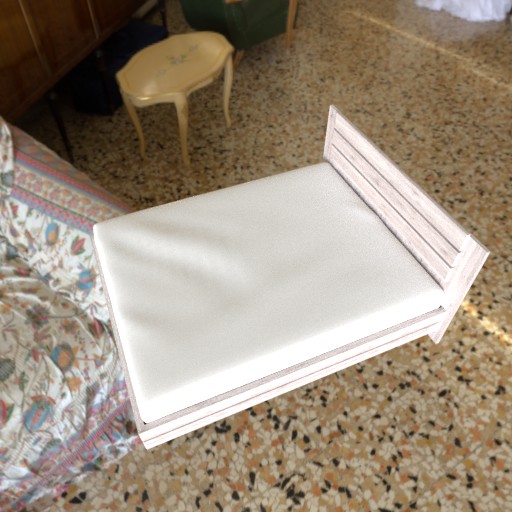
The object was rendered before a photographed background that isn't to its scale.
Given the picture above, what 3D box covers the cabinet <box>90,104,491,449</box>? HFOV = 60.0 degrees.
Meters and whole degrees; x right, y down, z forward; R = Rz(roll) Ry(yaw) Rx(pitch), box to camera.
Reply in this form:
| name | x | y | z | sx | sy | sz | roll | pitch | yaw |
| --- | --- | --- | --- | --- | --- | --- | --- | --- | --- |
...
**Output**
| name | x | y | z | sx | sy | sz | roll | pitch | yaw |
| --- | --- | --- | --- | --- | --- | --- | --- | --- | --- |
| cabinet | 0.000 | 0.000 | 3.068 | 2.080 | 0.970 | 1.750 | -17 | 50 | -15 |
